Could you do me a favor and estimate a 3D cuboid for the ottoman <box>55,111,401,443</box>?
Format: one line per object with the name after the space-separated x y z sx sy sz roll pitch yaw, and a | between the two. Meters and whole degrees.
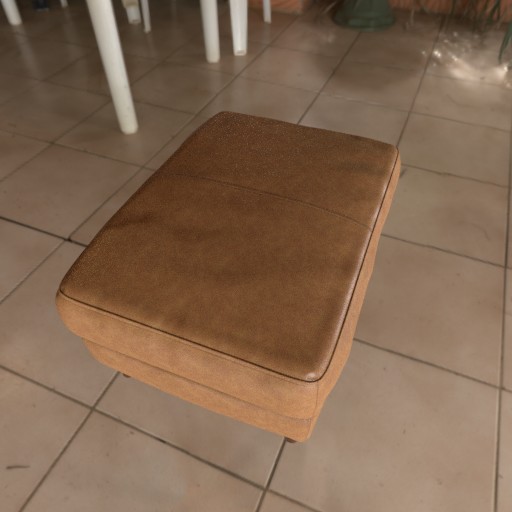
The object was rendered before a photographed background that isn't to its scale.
0.000 0.000 1.229 0.630 0.461 0.869 16 48 15 | ottoman
